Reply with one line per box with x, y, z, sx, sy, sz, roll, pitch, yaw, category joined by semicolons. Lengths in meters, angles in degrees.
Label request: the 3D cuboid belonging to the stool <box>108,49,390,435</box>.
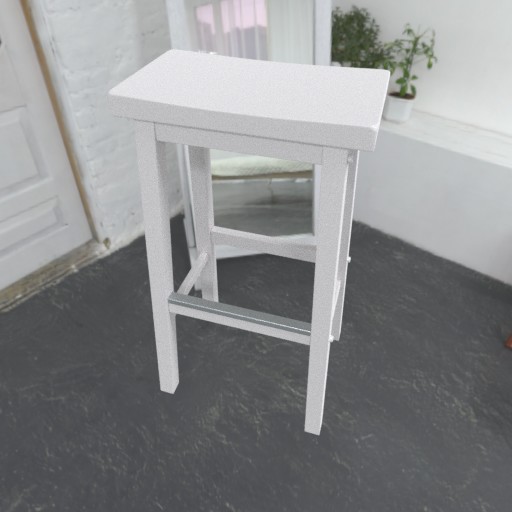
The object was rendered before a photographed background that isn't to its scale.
0.000;0.000;0.951;0.406;0.742;0.322;11;42;13;stool
